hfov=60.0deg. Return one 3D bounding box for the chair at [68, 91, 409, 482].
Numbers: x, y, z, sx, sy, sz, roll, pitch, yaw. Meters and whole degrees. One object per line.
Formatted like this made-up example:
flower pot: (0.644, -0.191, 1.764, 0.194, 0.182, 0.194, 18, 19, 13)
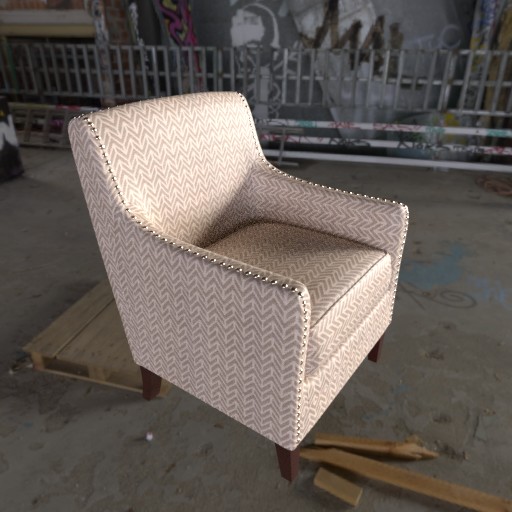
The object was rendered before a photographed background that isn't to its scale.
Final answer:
chair: (0.000, 0.000, 1.253, 0.651, 0.816, 0.623, 18, 32, 31)
